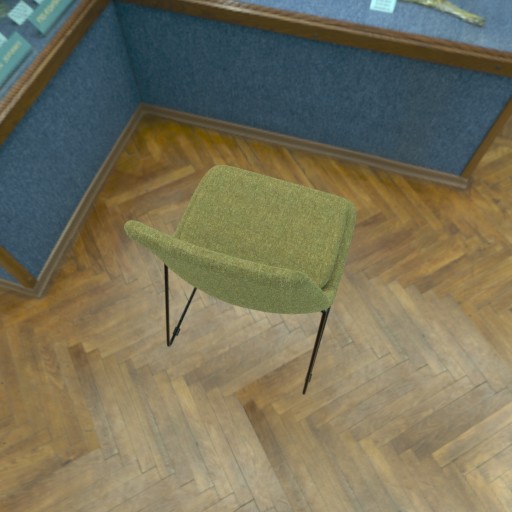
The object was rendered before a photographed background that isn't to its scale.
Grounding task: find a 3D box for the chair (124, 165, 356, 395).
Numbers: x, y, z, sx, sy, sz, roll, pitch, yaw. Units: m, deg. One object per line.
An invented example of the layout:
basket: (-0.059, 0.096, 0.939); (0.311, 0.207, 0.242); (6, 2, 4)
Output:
chair: (0.000, 0.000, 1.154); (0.479, 0.849, 0.496); (17, 63, 9)
